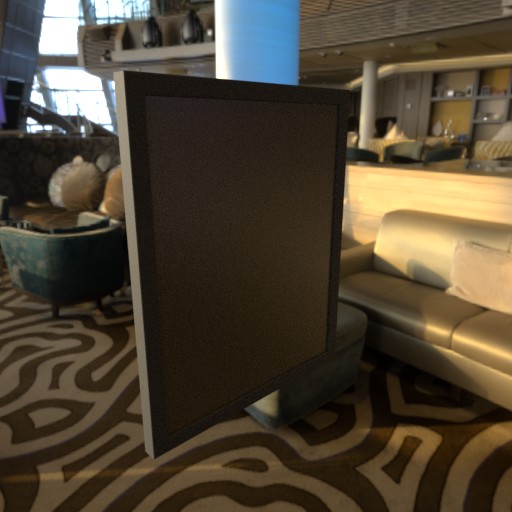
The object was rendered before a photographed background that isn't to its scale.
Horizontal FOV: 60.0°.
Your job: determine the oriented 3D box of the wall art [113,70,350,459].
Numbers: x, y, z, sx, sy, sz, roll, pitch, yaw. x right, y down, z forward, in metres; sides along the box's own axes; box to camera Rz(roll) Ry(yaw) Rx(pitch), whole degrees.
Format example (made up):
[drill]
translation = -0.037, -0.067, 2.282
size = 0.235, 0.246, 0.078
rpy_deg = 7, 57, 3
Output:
[wall art]
translation = 0.000, 0.000, 0.763
size = 0.457, 0.558, 0.028
rpy_deg = -15, 22, -41
